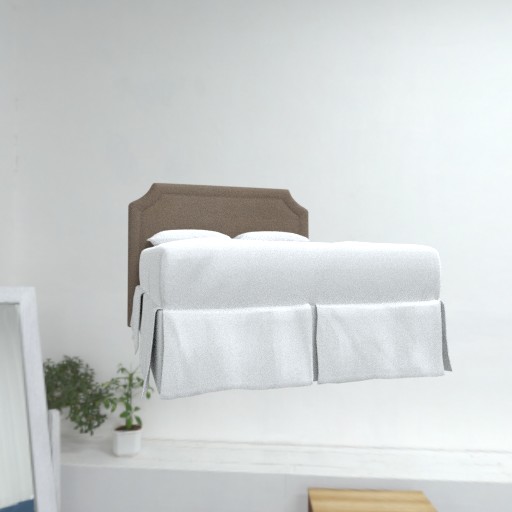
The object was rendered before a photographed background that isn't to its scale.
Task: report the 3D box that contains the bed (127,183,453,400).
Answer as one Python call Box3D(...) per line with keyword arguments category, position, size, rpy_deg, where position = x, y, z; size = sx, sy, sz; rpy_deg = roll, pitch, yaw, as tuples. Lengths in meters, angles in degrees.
Box3D(category="bed", position=(0.000, 0.000, 3.117), size=(1.693, 1.290, 2.116), rpy_deg=(0, 0, -17))
